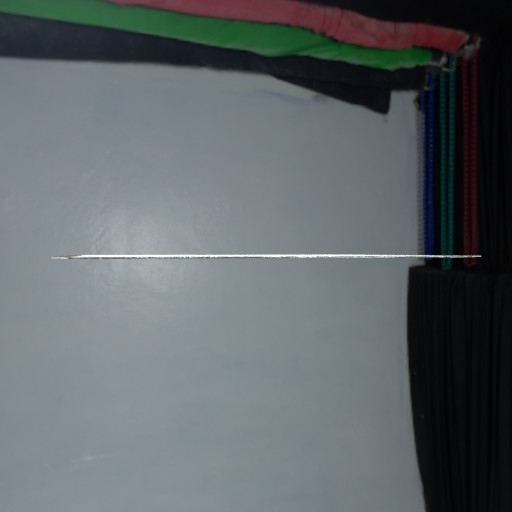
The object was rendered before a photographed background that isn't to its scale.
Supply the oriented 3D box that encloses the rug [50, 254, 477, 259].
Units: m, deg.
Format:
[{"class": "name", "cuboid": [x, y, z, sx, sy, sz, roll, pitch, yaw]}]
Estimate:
[{"class": "rug", "cuboid": [0.000, 0.000, 3.074, 2.440, 0.010, 1.529, 0, 1, -18]}]
